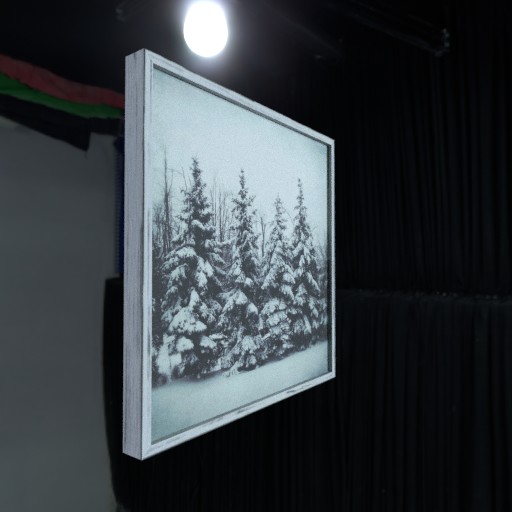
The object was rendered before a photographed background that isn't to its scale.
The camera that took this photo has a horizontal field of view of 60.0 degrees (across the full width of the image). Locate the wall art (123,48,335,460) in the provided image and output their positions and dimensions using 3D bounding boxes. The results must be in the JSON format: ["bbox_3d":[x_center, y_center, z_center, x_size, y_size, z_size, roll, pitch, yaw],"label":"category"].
[{"bbox_3d":[0.000,0.000,0.755,0.038,0.506,0.506,-1,-2,37],"label":"wall art"}]
